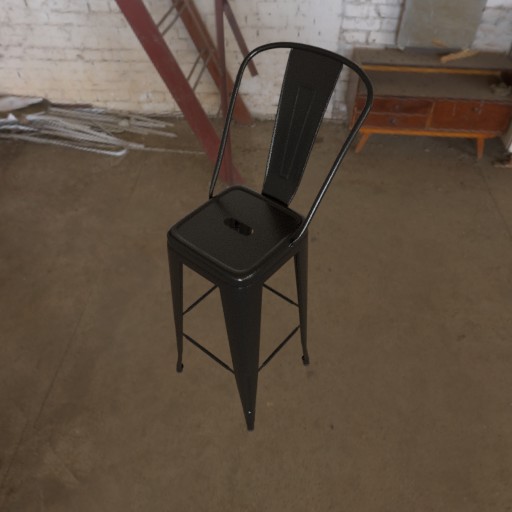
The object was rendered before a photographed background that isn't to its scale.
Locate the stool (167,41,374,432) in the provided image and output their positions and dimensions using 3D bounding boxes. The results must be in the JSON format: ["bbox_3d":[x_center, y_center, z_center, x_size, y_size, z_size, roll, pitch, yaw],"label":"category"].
[{"bbox_3d":[0.000,0.000,1.363,0.399,1.096,0.513,30,52,27],"label":"stool"}]
